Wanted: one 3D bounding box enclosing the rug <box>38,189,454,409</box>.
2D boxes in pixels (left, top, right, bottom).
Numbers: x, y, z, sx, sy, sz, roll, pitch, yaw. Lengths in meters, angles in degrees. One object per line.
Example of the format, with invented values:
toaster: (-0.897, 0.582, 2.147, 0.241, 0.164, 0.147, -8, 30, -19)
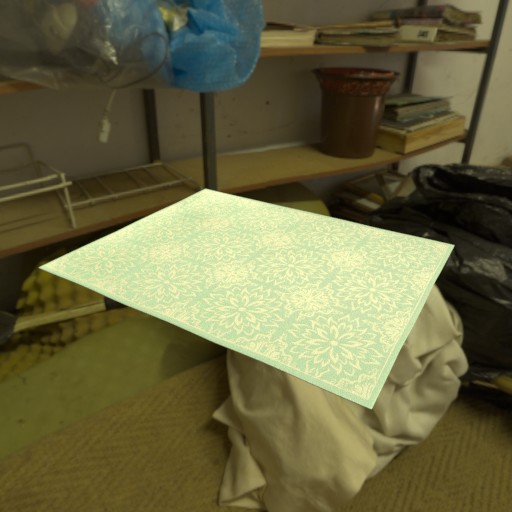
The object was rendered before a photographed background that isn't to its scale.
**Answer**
rug: (0.000, 0.000, 4.032, 2.980, 0.012, 2.363, 17, 32, 28)
